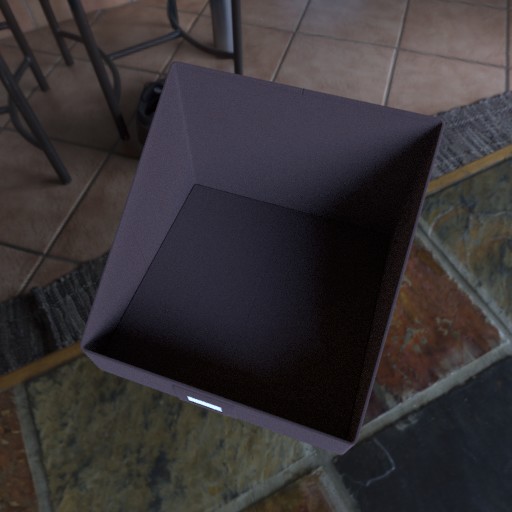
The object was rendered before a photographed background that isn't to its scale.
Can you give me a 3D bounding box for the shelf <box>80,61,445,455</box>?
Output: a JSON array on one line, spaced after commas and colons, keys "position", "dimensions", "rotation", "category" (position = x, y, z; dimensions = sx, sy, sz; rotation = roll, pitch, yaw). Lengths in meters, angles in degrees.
[{"position": [0.000, 0.000, 0.471], "dimensions": [0.292, 0.210, 0.292], "rotation": [16, 59, 10], "category": "shelf"}]
